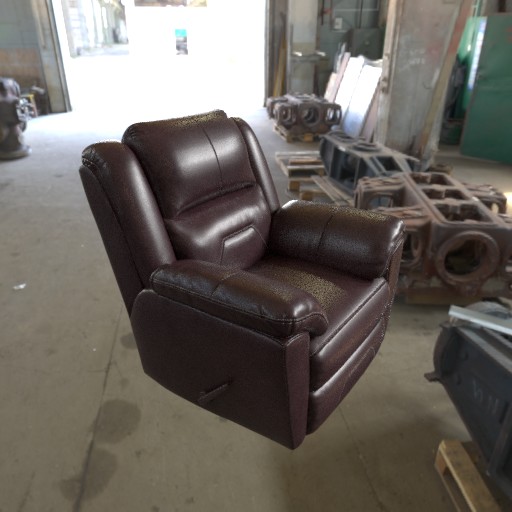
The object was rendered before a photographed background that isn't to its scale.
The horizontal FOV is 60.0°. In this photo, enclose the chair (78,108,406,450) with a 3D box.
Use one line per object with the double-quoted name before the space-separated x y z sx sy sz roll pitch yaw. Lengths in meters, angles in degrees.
"chair" 0.000 0.000 1.902 1.041 1.093 0.990 19 32 32
